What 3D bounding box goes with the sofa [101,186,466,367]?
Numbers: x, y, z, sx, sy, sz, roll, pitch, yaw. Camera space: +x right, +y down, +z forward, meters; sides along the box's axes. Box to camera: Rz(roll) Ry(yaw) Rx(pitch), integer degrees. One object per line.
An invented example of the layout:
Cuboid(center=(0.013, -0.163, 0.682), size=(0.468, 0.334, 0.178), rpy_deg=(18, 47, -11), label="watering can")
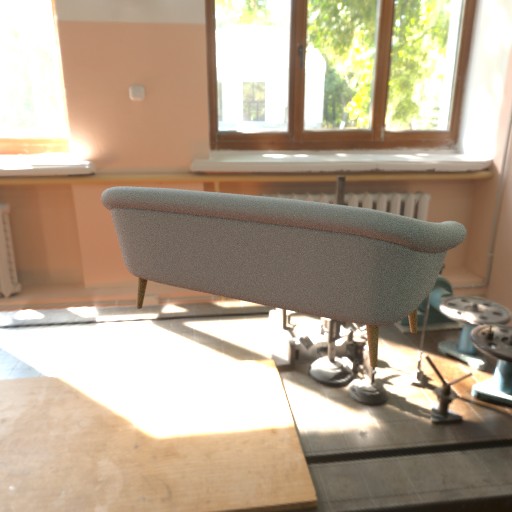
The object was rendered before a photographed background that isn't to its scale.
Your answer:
Cuboid(center=(0.000, 0.000, 2.597), size=(2.160, 0.795, 0.827), rpy_deg=(9, 19, 27), label="sofa")
